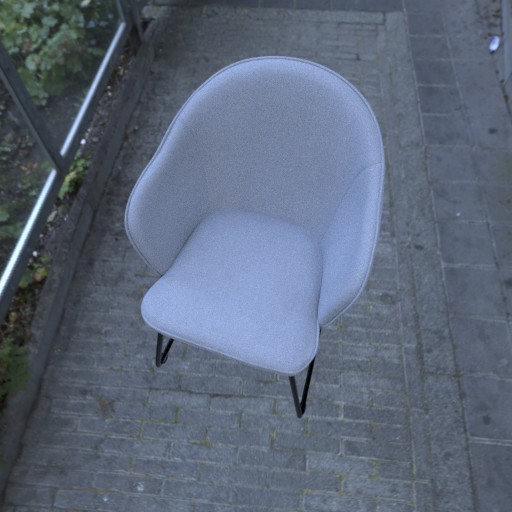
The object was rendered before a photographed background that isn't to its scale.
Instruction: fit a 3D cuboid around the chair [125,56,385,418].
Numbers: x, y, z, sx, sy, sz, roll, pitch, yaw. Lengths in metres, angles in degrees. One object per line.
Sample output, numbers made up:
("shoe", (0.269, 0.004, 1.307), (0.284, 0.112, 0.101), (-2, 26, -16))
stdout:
("chair", (0.000, 0.000, 1.206), (0.570, 0.817, 0.592), (16, 60, 10))
